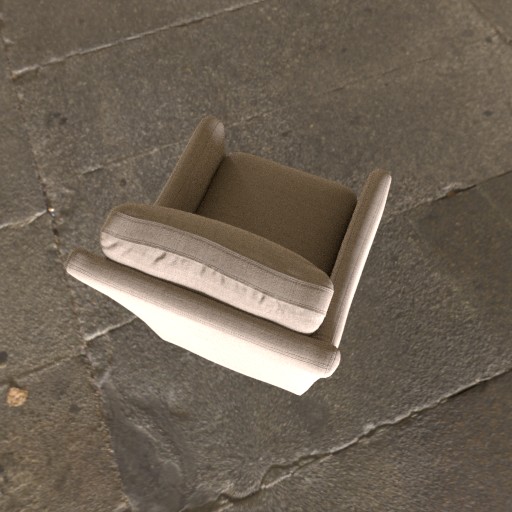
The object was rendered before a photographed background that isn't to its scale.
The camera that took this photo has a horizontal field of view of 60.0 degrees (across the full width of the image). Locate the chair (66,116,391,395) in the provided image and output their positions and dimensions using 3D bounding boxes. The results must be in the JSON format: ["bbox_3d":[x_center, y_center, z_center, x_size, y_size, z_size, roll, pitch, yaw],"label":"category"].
[{"bbox_3d":[0.000,0.000,1.355,0.626,0.914,0.694,20,67,9],"label":"chair"}]
